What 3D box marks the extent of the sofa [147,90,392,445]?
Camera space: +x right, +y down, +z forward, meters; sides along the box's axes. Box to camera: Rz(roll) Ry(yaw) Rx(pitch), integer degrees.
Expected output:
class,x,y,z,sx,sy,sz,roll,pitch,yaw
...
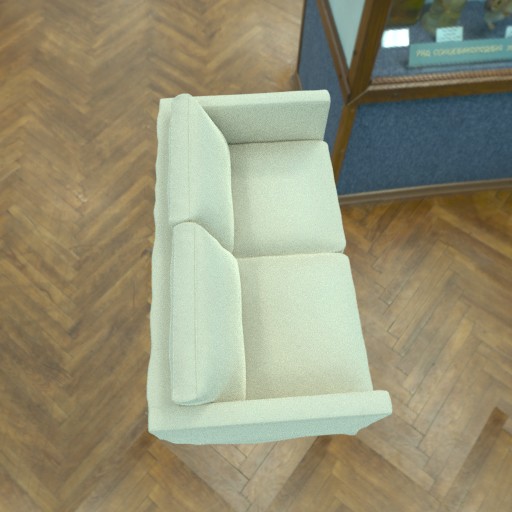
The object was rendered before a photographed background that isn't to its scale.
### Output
class,x,y,z,sx,sy,sz,roll,pitch,yaw
sofa,0.000,0.000,2.311,0.962,0.834,1.746,-4,63,-2
